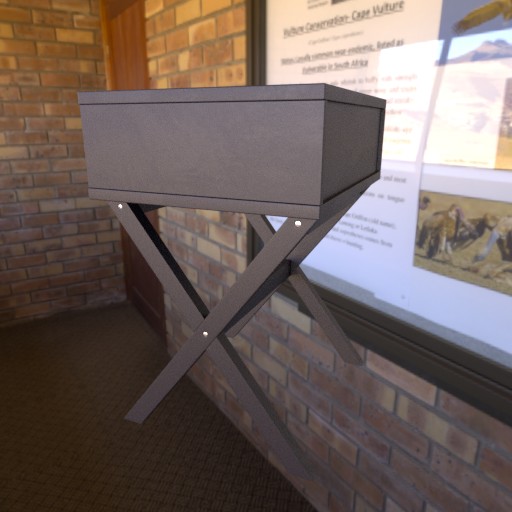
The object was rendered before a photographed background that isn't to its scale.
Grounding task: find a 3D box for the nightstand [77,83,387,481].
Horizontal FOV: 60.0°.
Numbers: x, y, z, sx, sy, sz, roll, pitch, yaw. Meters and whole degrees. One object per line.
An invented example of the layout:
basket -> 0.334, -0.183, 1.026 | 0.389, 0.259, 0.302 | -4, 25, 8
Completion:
nightstand -> 0.000, 0.000, 0.917 | 0.402, 0.623, 0.479 | 8, 18, 23
